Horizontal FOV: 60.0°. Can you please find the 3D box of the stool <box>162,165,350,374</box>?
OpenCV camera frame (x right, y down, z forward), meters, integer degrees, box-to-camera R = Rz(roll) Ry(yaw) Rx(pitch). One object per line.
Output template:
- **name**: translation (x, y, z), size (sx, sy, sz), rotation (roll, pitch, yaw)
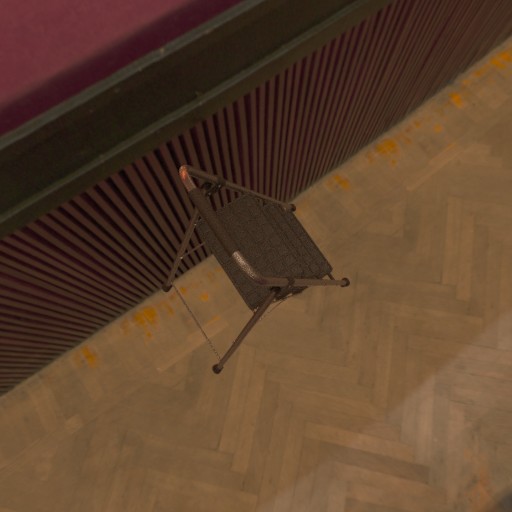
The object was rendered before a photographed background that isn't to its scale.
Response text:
- **stool**: translation (0.000, 0.000, 1.480), size (0.733, 1.121, 0.473), rotation (-33, 79, -7)
